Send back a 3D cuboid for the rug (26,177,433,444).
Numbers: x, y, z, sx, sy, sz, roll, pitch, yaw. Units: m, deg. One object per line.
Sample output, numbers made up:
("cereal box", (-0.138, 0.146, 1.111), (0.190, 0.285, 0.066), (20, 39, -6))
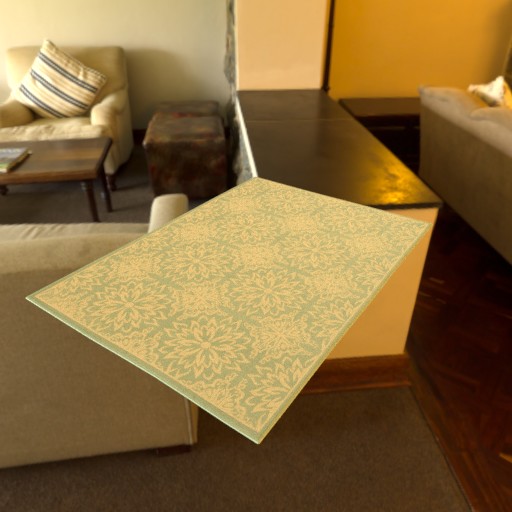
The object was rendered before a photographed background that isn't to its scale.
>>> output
("rug", (0.000, 0.000, 2.841), (1.589, 0.014, 2.205), (20, 37, 29))
